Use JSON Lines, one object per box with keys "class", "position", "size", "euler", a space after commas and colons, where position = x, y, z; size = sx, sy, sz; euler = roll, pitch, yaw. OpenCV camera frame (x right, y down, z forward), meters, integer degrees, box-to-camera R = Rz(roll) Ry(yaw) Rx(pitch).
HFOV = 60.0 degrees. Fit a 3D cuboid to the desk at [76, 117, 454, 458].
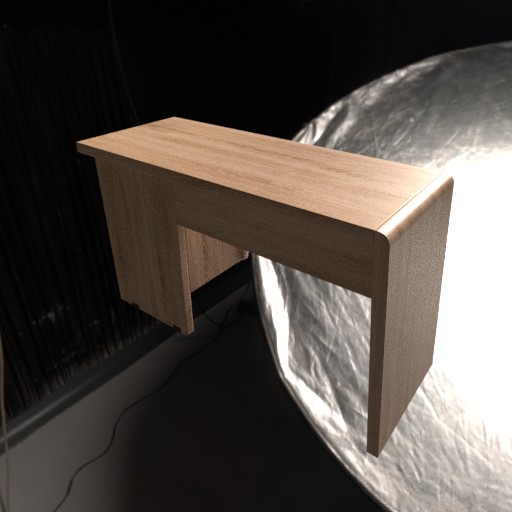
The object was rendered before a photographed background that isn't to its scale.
{"class": "desk", "position": [0.000, 0.000, 1.664], "size": [1.300, 0.750, 0.500], "euler": [21, 36, 31]}
